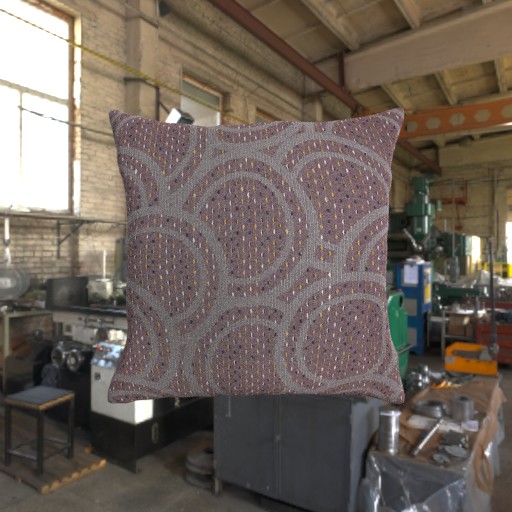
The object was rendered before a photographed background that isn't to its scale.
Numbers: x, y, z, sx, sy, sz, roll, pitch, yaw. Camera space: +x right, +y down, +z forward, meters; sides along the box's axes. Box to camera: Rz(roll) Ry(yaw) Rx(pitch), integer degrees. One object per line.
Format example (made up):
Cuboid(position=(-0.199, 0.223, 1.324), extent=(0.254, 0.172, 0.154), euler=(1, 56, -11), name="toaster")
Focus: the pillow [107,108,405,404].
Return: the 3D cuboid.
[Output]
Cuboid(position=(0.000, 0.000, 0.770), extent=(0.514, 0.513, 0.163), euler=(0, 0, 0), name="pillow")
